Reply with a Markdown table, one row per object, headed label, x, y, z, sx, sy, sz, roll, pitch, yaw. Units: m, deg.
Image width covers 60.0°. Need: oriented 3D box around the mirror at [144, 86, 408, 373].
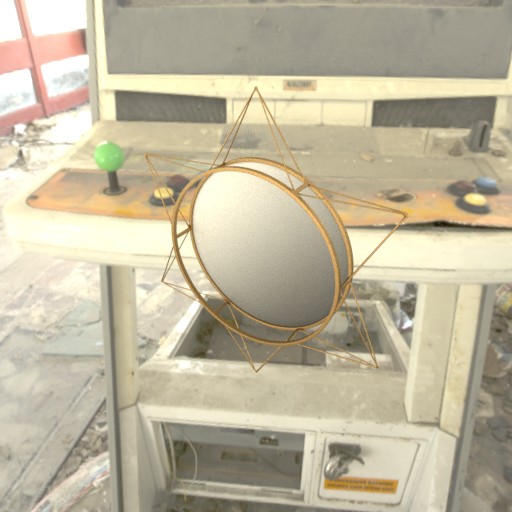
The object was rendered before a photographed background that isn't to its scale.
| label | x | y | z | sx | sy | sz | roll | pitch | yaw |
| --- | --- | --- | --- | --- | --- | --- | --- | --- | --- |
| mirror | 0.000 | 0.000 | 0.800 | 0.498 | 0.581 | 0.062 | 18 | 35 | 27 |
